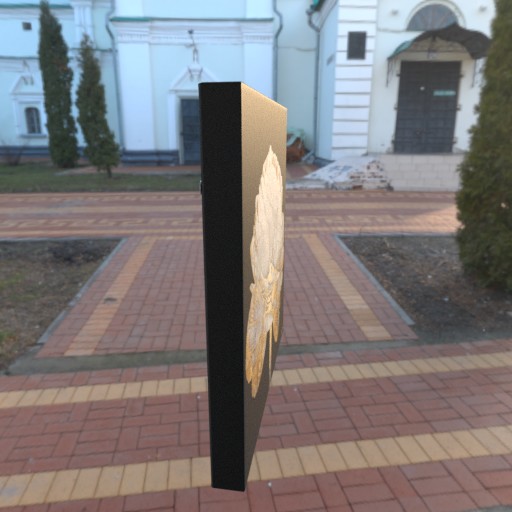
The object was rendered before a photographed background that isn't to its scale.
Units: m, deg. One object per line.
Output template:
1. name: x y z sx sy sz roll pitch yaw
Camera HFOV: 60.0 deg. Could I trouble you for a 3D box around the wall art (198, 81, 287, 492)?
1. wall art: 0.000 0.000 0.608 0.041 0.407 0.406 2 16 9
